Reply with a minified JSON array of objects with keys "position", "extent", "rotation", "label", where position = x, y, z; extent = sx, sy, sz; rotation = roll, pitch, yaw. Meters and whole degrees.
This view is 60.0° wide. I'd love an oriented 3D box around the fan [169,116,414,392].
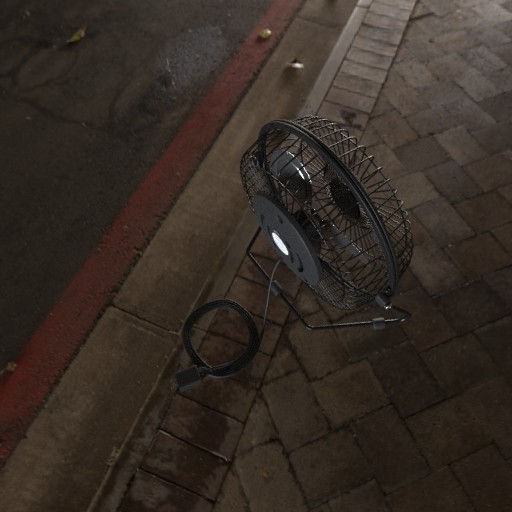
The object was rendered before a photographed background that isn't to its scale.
[{"position":[0.000,0.000,0.374],"extent":[0.227,0.188,0.209],"rotation":[-31,63,-17],"label":"fan"}]
